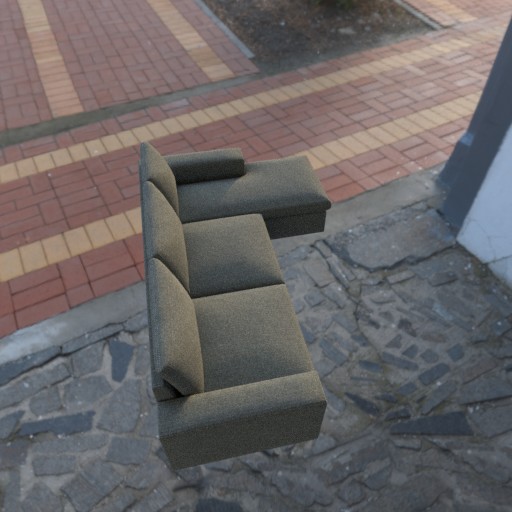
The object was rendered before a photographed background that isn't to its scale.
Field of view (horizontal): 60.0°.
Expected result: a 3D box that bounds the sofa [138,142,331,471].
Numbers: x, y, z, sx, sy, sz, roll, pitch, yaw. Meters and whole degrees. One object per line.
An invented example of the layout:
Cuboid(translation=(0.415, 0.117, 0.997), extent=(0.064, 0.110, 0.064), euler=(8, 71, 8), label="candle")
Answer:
Cuboid(translation=(0.000, 0.000, 3.564), extent=(1.689, 0.940, 2.718), euler=(-9, 48, -8), label="sofa")
